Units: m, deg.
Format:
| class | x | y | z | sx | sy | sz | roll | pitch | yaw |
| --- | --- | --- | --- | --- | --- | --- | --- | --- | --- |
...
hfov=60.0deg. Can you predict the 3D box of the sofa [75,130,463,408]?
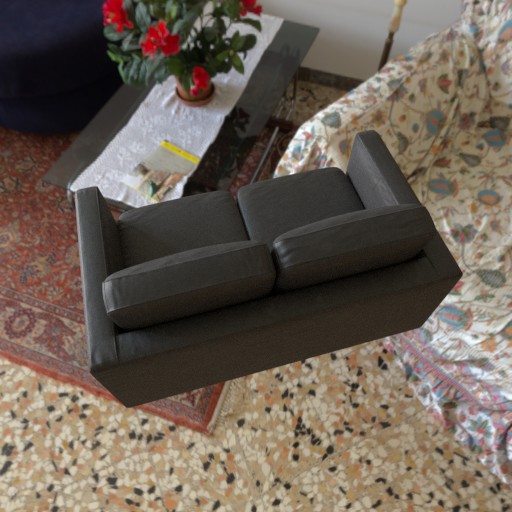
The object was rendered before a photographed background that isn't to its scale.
| class | x | y | z | sx | sy | sz | roll | pitch | yaw |
| --- | --- | --- | --- | --- | --- | --- | --- | --- | --- |
| sofa | 0.000 | 0.000 | 2.032 | 1.430 | 0.899 | 0.879 | -13 | 59 | -8 |
